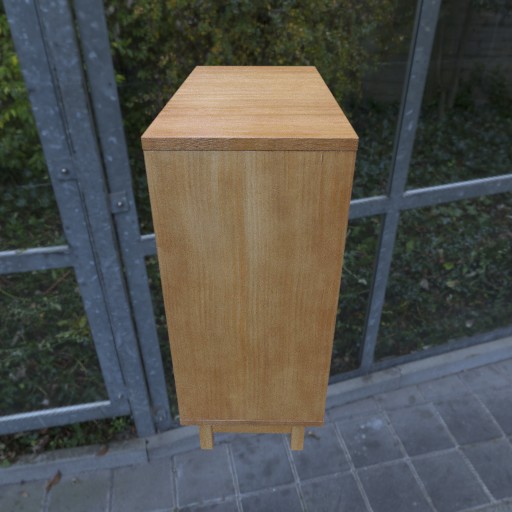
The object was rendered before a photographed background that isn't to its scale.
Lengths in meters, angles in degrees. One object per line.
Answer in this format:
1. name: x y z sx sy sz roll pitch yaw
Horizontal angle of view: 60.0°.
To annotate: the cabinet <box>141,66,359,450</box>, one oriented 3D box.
1. cabinet: 0.000 0.000 1.408 0.419 1.001 0.800 0 32 1
